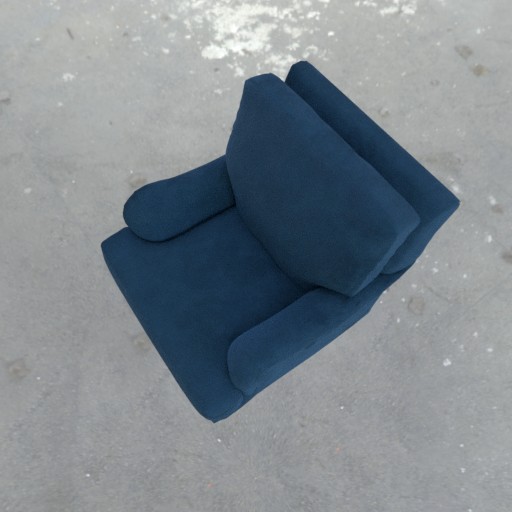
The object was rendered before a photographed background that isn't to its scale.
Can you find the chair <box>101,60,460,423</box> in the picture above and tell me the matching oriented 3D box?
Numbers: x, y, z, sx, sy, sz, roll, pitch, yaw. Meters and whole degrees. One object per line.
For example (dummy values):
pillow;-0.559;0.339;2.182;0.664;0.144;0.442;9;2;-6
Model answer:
chair;0.000;0.000;1.853;1.078;1.076;0.895;-32;68;-15
